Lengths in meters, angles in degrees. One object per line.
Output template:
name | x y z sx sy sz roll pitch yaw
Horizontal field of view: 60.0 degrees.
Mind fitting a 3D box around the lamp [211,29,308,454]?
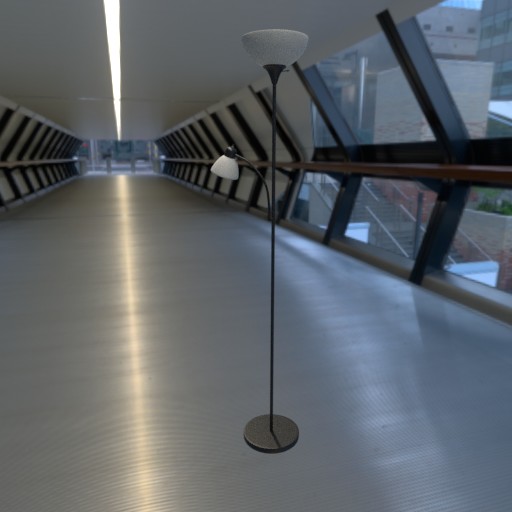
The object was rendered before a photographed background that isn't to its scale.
lamp | 0.000 0.000 2.018 0.442 1.804 0.279 7 15 27
